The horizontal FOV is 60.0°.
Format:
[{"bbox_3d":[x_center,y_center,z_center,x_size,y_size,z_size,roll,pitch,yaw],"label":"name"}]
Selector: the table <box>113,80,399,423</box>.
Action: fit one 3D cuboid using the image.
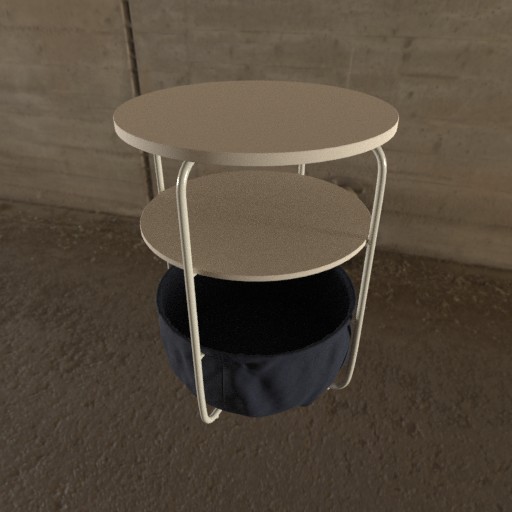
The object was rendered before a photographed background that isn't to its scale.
[{"bbox_3d":[0.000,0.000,0.813,0.418,0.532,0.418,-10,33,-15],"label":"table"}]
